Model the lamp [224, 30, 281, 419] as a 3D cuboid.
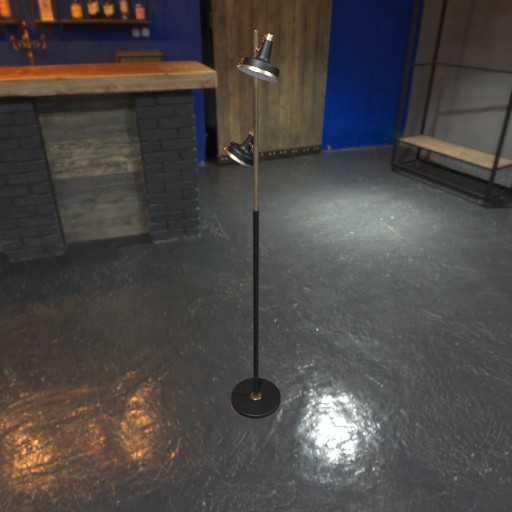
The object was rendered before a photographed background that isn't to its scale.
[{"bbox_3d":[0.000,0.000,1.844,0.253,1.674,0.351,-8,31,-14],"label":"lamp"}]
